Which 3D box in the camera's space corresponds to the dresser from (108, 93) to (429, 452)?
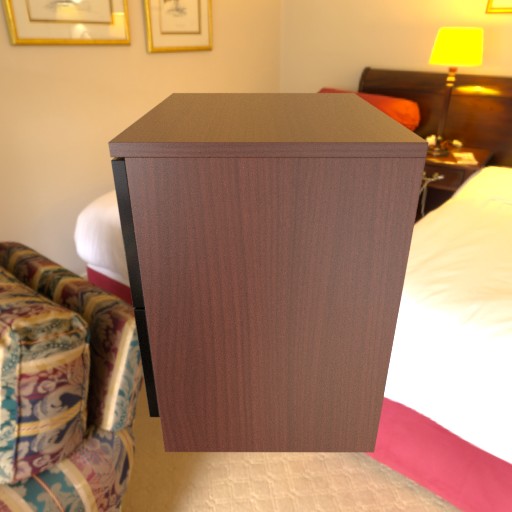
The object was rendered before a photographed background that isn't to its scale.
[{"bbox_3d":[0.000,0.000,0.746,0.360,0.470,0.400,0,27,0],"label":"dresser"}]
